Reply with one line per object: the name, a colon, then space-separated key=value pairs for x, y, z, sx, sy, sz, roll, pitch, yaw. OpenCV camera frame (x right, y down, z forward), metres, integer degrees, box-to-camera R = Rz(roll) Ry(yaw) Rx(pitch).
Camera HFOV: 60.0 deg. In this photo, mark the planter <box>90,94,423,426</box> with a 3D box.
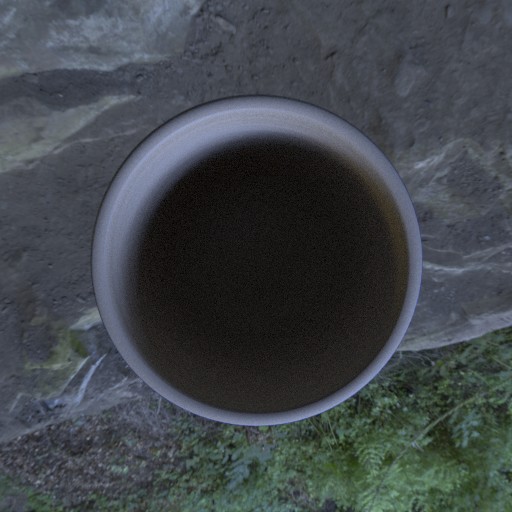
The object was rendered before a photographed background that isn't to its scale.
planter: x=0.000 y=0.000 z=0.342 sx=0.184 sy=0.206 sz=0.184 roll=0 pitch=92 yaw=0
